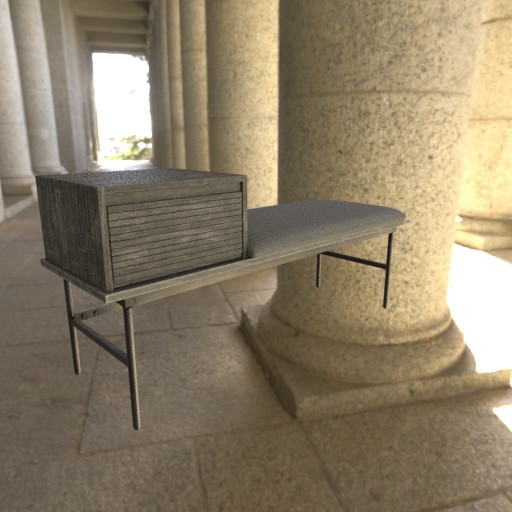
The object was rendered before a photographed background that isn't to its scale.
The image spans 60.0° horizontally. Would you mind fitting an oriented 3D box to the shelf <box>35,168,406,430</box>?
[{"bbox_3d":[0.000,0.000,1.617,1.342,0.633,0.457,-14,21,-42],"label":"shelf"}]
